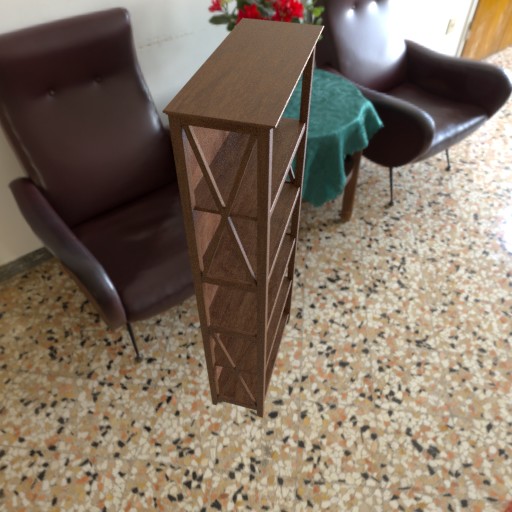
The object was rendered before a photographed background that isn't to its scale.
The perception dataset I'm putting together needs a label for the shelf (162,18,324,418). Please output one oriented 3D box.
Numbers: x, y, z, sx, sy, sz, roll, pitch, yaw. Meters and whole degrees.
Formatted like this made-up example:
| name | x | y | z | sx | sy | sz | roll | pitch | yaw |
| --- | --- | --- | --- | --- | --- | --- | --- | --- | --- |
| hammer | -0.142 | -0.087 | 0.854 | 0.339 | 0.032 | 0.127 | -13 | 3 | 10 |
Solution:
| name | x | y | z | sx | sy | sz | roll | pitch | yaw |
| --- | --- | --- | --- | --- | --- | --- | --- | --- | --- |
| shelf | 0.000 | 0.000 | 2.195 | 0.335 | 1.905 | 0.805 | 11 | 47 | 11 |
